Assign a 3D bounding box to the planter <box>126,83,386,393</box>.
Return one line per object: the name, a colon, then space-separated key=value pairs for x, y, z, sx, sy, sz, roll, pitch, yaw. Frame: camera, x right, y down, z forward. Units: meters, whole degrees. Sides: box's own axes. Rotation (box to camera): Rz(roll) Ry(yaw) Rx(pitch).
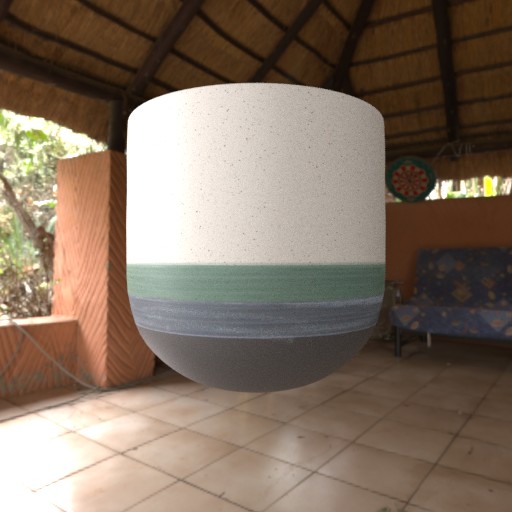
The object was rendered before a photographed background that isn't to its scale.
planter: x=0.000 y=0.000 z=0.478 sx=0.268 sy=0.270 sz=0.268 roll=0 pitch=0 yaw=0
